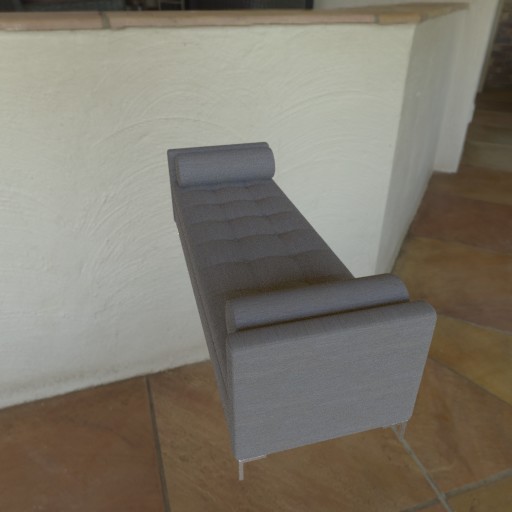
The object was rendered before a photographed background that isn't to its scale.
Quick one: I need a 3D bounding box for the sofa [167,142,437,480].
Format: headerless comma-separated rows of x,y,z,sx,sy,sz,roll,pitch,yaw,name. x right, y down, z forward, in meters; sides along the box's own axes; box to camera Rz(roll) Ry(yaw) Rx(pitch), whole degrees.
0.000,0.000,2.307,0.686,0.635,1.981,-8,31,-13,sofa
